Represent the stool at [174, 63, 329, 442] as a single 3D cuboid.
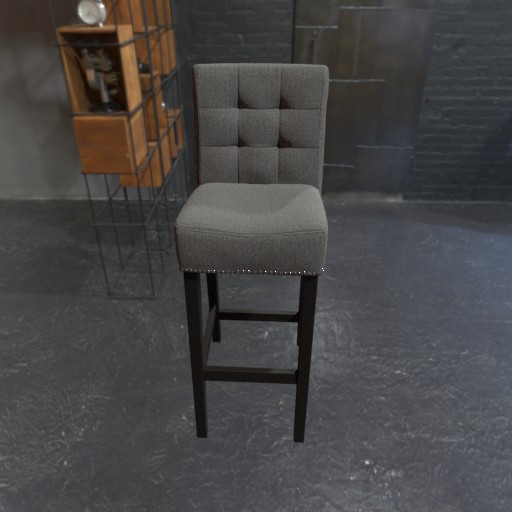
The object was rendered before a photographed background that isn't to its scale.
[{"bbox_3d":[0.000,0.000,1.381,0.411,1.047,0.548,2,31,3],"label":"stool"}]
